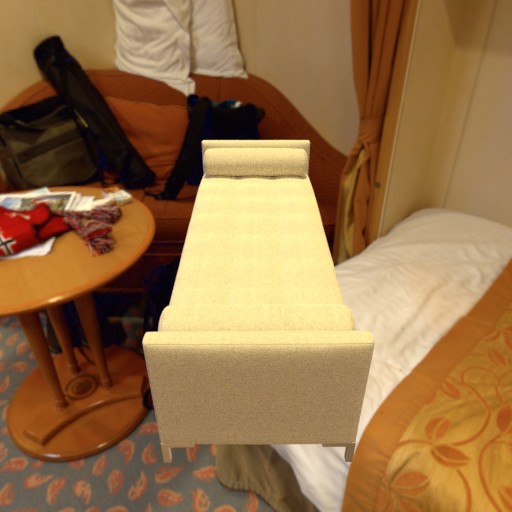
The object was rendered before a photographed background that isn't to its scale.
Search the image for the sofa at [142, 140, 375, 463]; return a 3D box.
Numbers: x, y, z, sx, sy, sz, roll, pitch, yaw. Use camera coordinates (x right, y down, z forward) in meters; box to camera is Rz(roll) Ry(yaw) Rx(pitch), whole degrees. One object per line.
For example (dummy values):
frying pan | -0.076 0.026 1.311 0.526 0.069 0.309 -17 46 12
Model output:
sofa | 0.000 0.000 2.494 0.797 0.655 2.102 0 33 0
